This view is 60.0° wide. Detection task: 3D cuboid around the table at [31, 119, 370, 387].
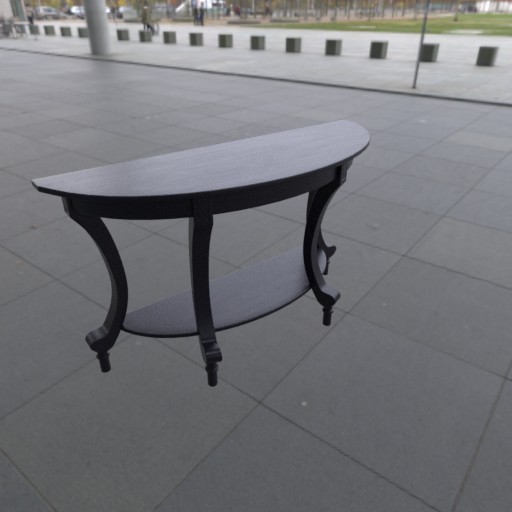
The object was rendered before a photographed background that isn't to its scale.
[{"bbox_3d":[0.000,0.000,1.522,1.198,0.692,0.394,-20,35,-32],"label":"table"}]
